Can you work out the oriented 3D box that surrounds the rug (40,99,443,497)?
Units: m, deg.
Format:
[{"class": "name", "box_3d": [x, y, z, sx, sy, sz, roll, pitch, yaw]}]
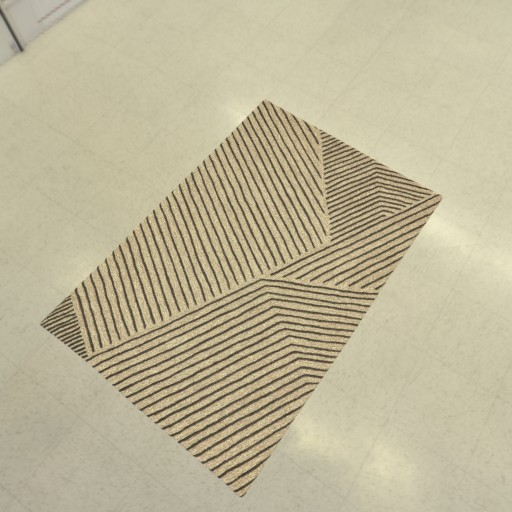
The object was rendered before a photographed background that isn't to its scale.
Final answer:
[{"class": "rug", "box_3d": [0.000, 0.000, 2.300, 1.237, 0.019, 1.842, 34, 68, 16]}]
